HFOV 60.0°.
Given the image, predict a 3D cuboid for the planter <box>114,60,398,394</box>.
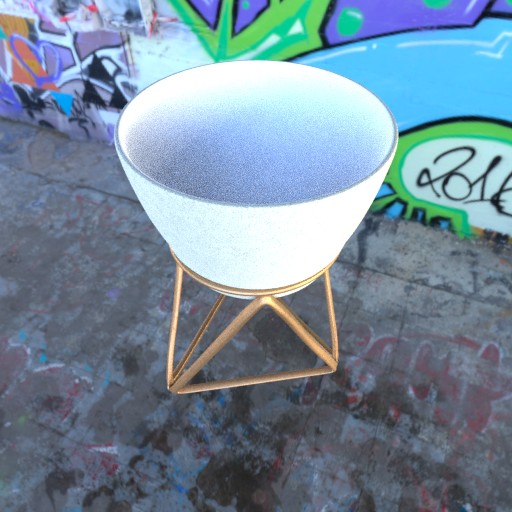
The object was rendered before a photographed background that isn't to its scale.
[{"bbox_3d":[0.000,0.000,0.739,0.350,0.504,0.350,17,49,15],"label":"planter"}]
